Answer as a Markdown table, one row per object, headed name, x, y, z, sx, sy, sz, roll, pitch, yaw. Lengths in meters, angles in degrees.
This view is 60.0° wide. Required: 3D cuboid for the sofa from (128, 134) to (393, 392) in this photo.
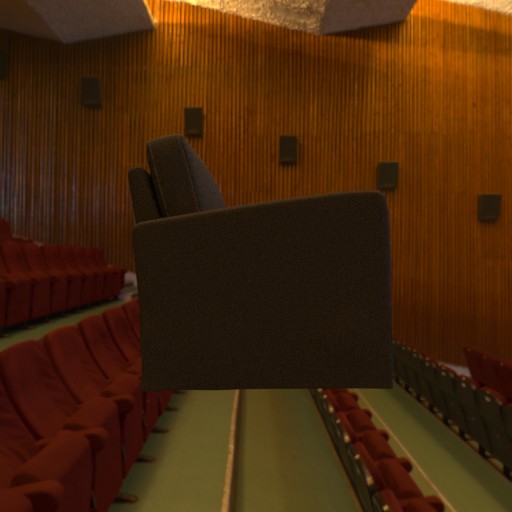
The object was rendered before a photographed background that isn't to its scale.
| name | x | y | z | sx | sy | sz | roll | pitch | yaw |
| --- | --- | --- | --- | --- | --- | --- | --- | --- | --- |
| sofa | 0.000 | 0.000 | 2.282 | 0.898 | 0.839 | 1.852 | 0 | 0 | -1 |
